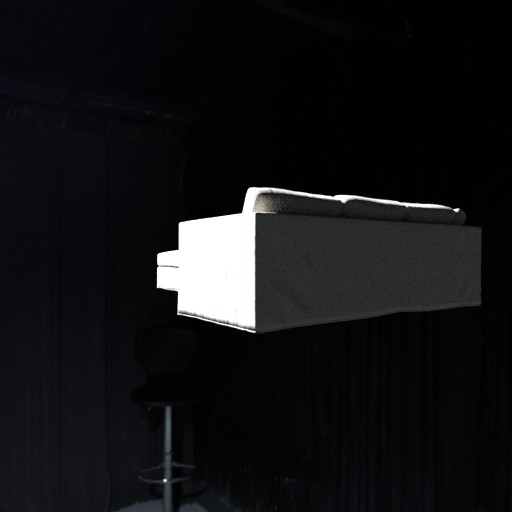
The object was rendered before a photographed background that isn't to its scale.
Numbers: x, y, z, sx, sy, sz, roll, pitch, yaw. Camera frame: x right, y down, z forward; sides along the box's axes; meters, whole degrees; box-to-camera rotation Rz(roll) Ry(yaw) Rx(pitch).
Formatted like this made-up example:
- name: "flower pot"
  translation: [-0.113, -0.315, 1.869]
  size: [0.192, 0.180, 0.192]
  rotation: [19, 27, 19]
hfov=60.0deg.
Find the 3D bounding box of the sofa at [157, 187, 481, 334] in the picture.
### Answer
- name: "sofa"
  translation: [0.000, 0.000, 4.587]
  size: [2.448, 0.882, 3.464]
  rotation: [0, 0, -35]
